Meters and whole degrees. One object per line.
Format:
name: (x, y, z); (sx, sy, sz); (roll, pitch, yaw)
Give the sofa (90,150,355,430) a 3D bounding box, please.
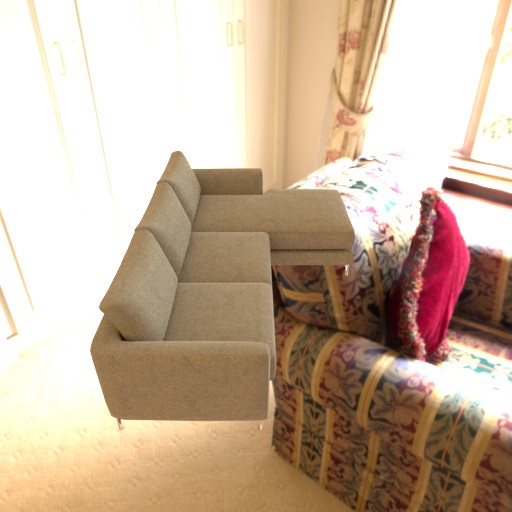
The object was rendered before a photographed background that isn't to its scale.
sofa: (0.000, 0.000, 3.215); (1.626, 0.864, 2.438); (0, 32, 0)
